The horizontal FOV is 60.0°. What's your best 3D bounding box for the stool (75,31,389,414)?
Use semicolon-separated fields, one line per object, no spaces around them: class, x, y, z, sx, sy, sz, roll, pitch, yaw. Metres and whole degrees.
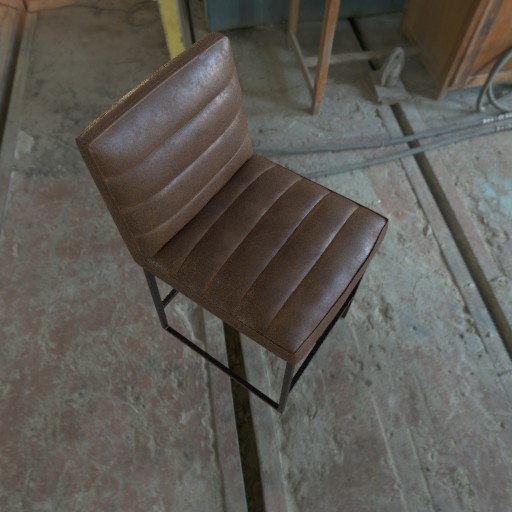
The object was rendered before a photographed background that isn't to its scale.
stool;0.000;0.000;1.242;0.562;0.942;0.463;31;63;18
